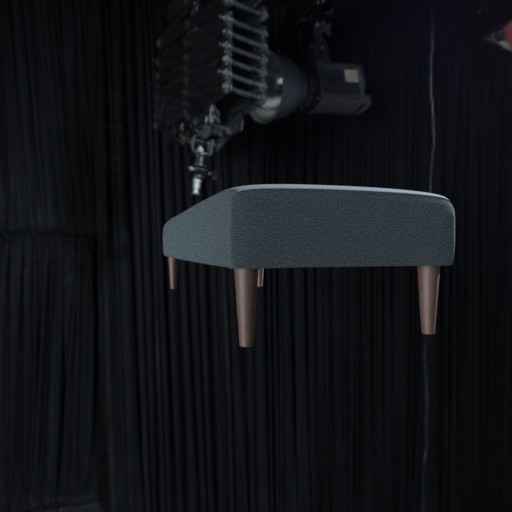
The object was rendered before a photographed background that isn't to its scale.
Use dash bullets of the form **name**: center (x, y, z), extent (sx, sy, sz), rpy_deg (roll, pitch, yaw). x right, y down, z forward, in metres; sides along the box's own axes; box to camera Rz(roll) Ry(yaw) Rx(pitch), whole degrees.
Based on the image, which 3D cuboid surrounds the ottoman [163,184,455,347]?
- **ottoman**: center (0.000, 0.000, 1.839), extent (0.646, 0.393, 1.609), rpy_deg (0, 1, -17)
